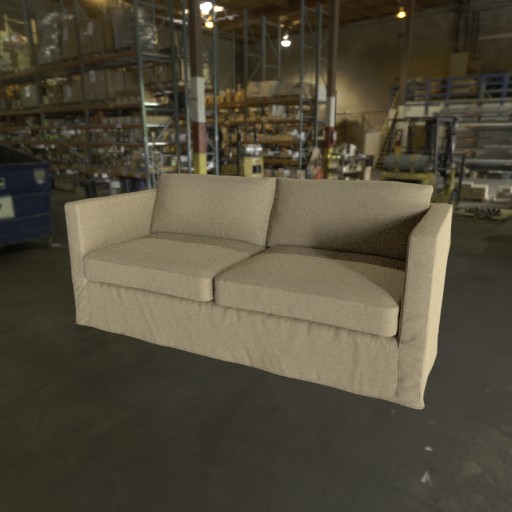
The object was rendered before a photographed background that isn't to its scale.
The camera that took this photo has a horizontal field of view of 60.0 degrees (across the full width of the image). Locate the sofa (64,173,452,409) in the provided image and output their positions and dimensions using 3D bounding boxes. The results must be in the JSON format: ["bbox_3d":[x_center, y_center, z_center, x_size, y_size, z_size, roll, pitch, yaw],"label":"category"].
[{"bbox_3d":[0.000,0.000,2.480,1.959,0.835,0.962,7,17,25],"label":"sofa"}]
